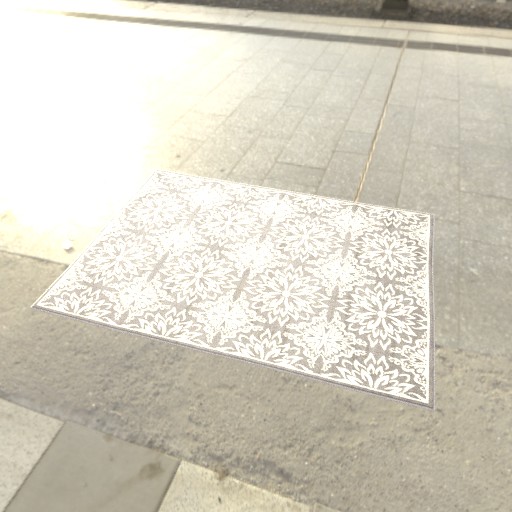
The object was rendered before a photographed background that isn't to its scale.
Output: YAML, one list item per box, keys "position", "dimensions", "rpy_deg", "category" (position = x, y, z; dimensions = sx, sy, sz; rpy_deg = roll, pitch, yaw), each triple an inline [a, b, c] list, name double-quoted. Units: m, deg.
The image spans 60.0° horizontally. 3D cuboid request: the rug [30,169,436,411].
- position: [0.000, 0.000, 2.862]
  dimensions: [2.213, 0.014, 1.608]
  rpy_deg: [11, 43, 12]
  category: "rug"
